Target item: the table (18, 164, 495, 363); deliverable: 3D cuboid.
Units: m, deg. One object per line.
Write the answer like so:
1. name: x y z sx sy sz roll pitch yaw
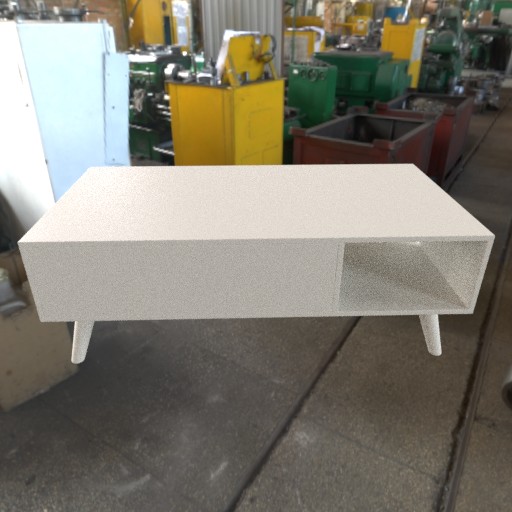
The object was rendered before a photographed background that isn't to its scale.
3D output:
1. table: 0.000 0.000 1.477 1.194 0.432 0.609 -1 29 -2
